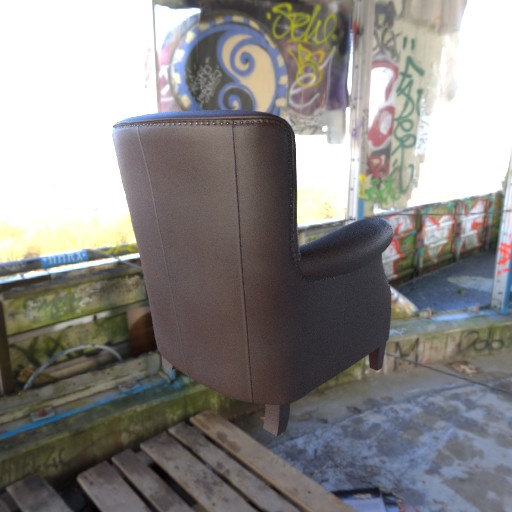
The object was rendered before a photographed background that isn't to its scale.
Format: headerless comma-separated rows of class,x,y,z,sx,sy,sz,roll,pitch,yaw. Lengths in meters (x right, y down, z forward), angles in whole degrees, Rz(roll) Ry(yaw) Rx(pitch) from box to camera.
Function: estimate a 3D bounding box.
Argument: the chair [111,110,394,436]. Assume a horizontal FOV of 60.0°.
chair,0.000,0.000,1.354,0.746,0.800,0.700,-13,19,-42
